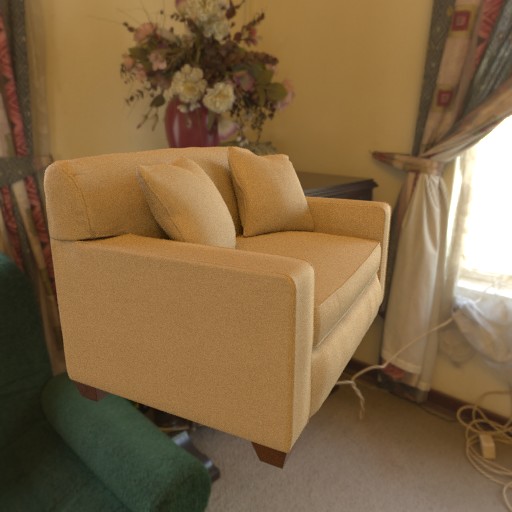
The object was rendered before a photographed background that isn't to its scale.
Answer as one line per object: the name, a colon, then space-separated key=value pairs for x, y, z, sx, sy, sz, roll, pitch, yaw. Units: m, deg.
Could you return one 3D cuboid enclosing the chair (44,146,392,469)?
chair: x=0.000 y=0.000 z=2.008 sx=1.000 sy=0.948 sz=1.383 roll=8 pitch=18 yaw=26
